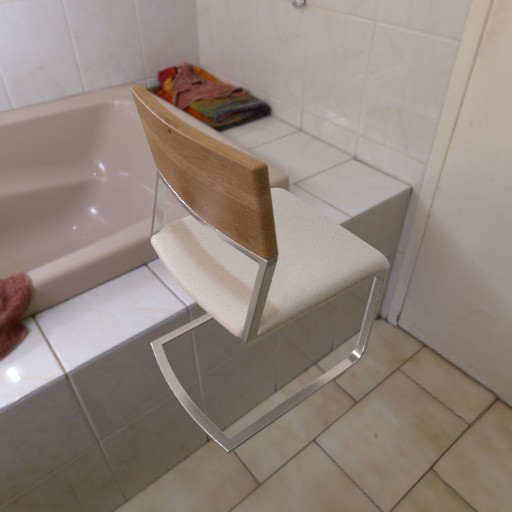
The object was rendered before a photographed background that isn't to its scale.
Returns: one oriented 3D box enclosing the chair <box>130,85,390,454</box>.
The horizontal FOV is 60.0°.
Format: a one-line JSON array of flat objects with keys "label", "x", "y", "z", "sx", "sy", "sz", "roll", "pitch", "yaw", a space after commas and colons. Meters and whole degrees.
[{"label": "chair", "x": 0.000, "y": 0.000, "z": 1.190, "sx": 0.585, "sy": 0.844, "sz": 0.467, "roll": -25, "pitch": 46, "yaw": -27}]
